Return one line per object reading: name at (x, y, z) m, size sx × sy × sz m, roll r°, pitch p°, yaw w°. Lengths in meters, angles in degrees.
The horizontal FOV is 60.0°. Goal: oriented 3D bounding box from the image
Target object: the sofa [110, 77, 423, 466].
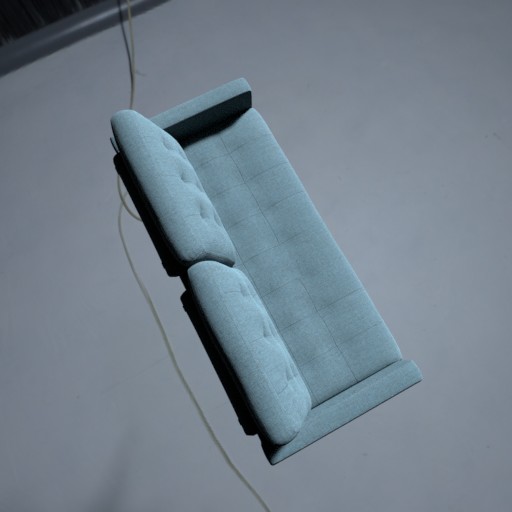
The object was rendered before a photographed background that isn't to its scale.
sofa at (0.000, 0.000, 2.552) m, size 0.966 × 1.050 × 2.010 m, roll -27°, pitch 77°, yaw -7°
